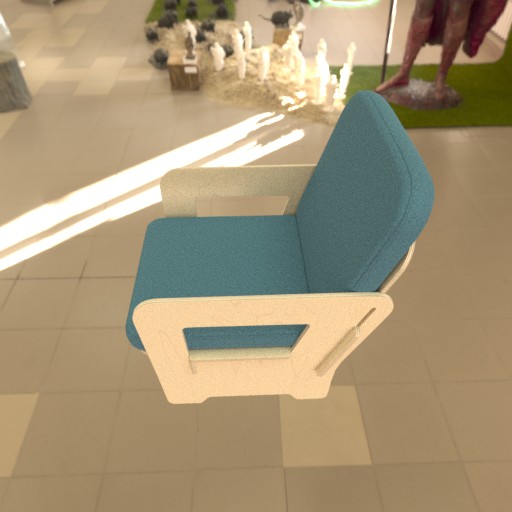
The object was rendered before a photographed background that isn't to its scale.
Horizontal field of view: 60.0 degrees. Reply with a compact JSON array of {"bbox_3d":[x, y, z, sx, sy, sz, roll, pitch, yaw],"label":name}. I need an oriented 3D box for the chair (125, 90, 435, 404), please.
[{"bbox_3d":[0.000,0.000,1.195,0.657,0.747,0.547,-2,43,-2],"label":"chair"}]
